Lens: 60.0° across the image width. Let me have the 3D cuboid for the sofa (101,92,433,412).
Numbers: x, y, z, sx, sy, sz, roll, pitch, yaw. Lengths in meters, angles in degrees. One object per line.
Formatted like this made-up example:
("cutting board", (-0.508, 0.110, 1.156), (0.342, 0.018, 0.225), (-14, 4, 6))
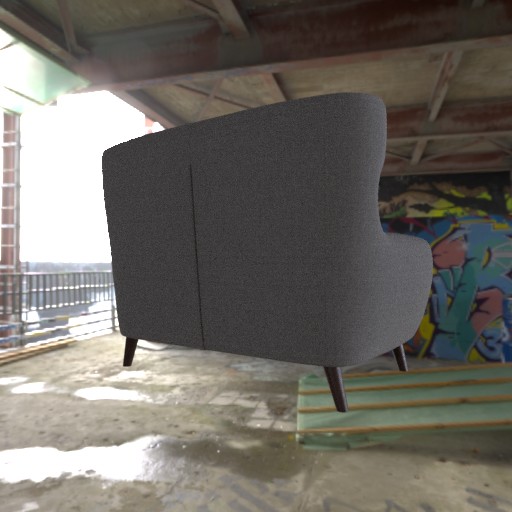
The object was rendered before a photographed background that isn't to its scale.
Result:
("sofa", (0.000, 0.000, 2.005), (1.386, 1.028, 0.884), (-1, -1, 35))
